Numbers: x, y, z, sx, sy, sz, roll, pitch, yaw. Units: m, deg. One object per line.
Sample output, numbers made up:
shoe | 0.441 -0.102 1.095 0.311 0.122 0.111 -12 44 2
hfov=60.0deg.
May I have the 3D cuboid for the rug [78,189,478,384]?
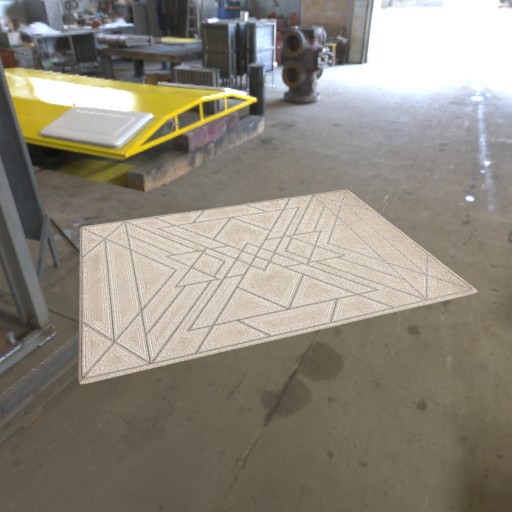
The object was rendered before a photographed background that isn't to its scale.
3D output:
rug | 0.000 0.000 4.478 3.381 0.026 2.436 -10 33 -16
